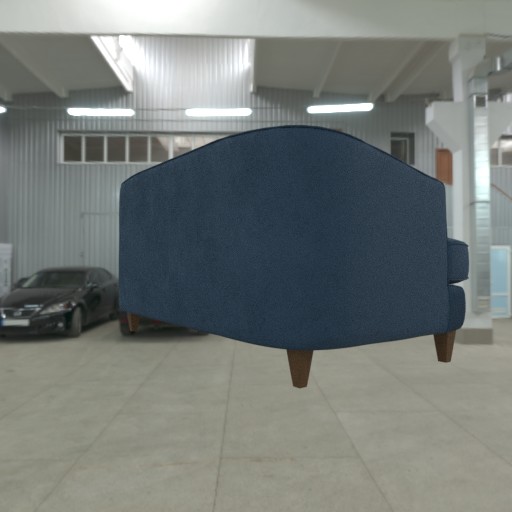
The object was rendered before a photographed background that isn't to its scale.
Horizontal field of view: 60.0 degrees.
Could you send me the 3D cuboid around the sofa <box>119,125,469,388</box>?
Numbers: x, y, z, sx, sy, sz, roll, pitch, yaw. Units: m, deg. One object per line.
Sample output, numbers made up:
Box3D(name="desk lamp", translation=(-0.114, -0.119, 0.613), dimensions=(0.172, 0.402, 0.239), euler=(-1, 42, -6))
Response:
Box3D(name="sofa", translation=(0.000, 0.000, 2.203), dimensions=(0.941, 0.854, 1.733), euler=(0, -1, -37))
